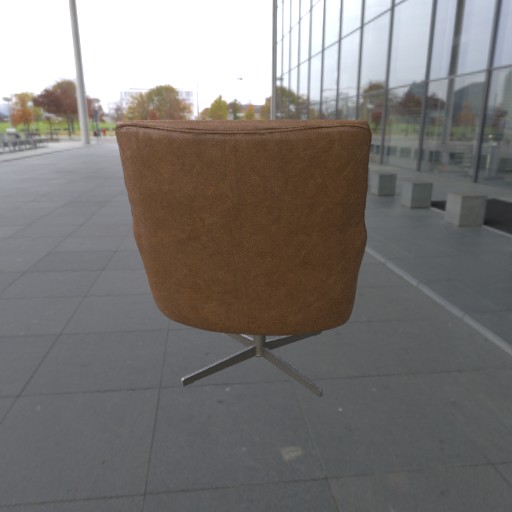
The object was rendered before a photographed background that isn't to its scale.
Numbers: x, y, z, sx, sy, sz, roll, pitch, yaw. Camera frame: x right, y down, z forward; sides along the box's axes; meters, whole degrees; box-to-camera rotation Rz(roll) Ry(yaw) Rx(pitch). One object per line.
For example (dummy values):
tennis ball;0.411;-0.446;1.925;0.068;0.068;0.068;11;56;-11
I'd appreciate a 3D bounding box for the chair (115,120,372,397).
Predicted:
chair;0.000;0.000;1.499;0.729;0.869;0.874;2;16;7
